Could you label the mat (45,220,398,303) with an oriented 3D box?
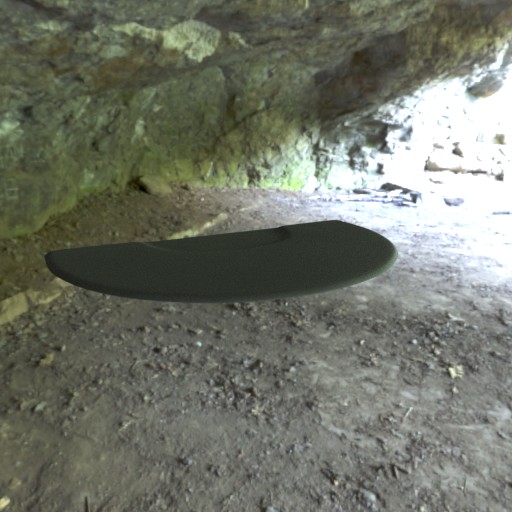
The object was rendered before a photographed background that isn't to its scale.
[{"bbox_3d":[0.000,0.000,1.799,1.525,0.022,0.917,-8,18,-26],"label":"mat"}]
